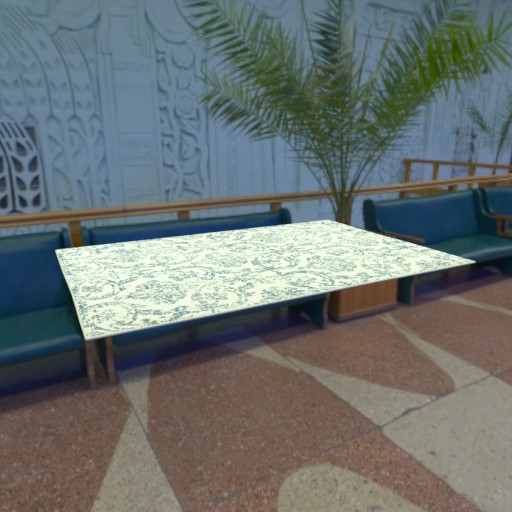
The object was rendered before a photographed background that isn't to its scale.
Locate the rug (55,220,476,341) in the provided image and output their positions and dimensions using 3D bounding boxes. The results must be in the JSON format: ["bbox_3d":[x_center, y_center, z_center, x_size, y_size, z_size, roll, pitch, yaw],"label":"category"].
[{"bbox_3d":[0.000,0.000,3.453,2.746,0.018,1.819,-8,18,-27],"label":"rug"}]
